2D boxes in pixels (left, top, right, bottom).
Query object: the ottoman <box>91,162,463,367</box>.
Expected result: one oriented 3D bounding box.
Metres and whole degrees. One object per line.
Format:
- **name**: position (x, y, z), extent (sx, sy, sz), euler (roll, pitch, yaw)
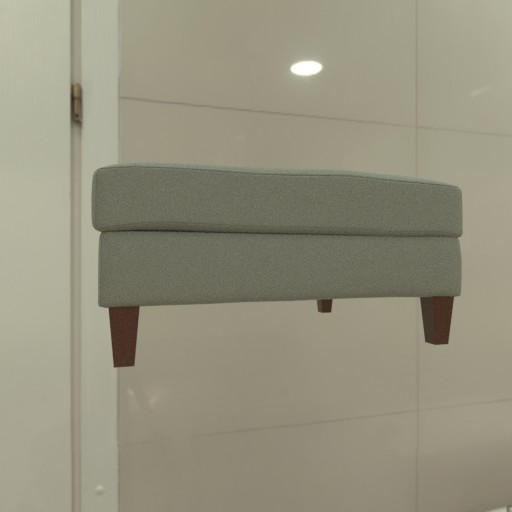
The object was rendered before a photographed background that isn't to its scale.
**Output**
- **ottoman**: position (0.000, 0.000, 1.480), extent (0.991, 0.494, 0.842), euler (0, 0, -17)
